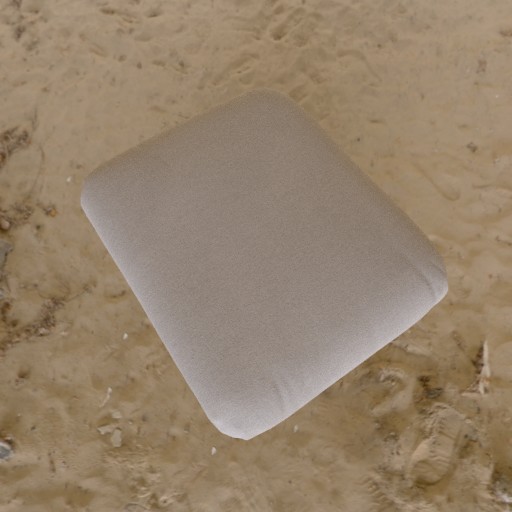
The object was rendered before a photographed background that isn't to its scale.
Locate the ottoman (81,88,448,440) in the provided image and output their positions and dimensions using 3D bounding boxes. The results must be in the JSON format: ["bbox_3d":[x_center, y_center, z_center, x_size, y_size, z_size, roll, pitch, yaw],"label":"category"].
[{"bbox_3d":[0.000,0.000,1.156,0.622,0.450,0.746,-31,68,-15],"label":"ottoman"}]
